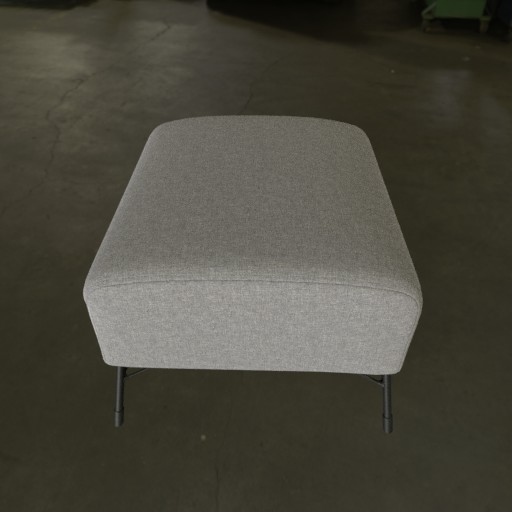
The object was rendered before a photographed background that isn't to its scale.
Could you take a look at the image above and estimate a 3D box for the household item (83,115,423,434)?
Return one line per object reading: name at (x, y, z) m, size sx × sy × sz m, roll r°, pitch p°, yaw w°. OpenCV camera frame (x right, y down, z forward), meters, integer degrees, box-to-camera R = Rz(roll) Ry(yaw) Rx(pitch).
household item at (0.000, 0.000, 0.899) m, size 0.530 × 0.410 × 0.530 m, roll 1°, pitch 42°, yaw 1°
